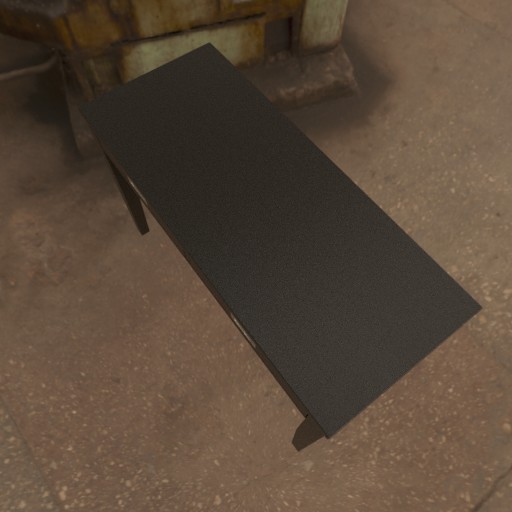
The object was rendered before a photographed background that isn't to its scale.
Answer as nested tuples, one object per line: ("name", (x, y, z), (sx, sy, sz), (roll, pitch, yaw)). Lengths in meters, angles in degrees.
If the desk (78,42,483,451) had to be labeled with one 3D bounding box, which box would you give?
("desk", (0.000, 0.000, 1.602), (0.508, 0.775, 1.220), (-34, 68, -15))
